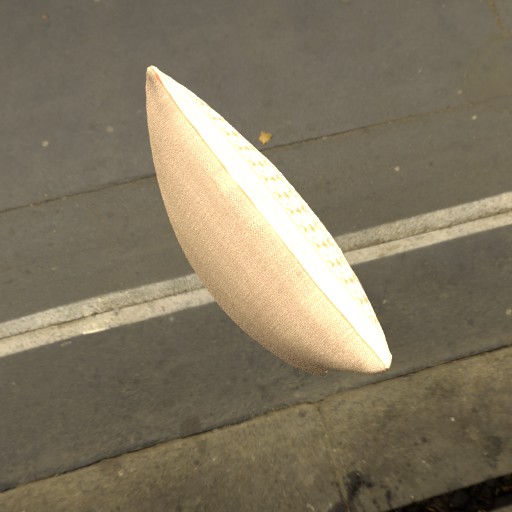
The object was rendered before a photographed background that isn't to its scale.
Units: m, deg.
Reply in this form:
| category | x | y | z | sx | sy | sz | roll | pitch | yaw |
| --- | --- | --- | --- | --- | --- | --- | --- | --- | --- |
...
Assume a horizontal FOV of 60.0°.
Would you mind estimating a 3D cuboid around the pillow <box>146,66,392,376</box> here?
| category | x | y | z | sx | sy | sz | roll | pitch | yaw |
| --- | --- | --- | --- | --- | --- | --- | --- | --- | --- |
| pillow | 0.000 | 0.000 | 0.810 | 0.215 | 0.519 | 0.521 | -35 | 78 | -9 |
